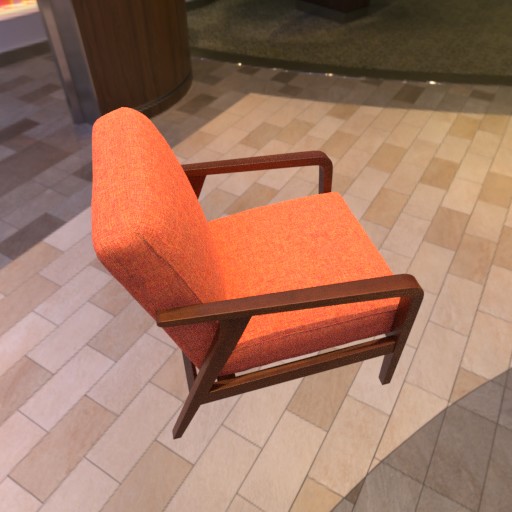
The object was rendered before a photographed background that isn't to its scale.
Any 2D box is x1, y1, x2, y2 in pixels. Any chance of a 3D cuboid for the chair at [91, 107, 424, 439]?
[{"bbox_3d":[0.000,0.000,1.464,0.860,0.890,0.719,-11,45,-11],"label":"chair"}]
